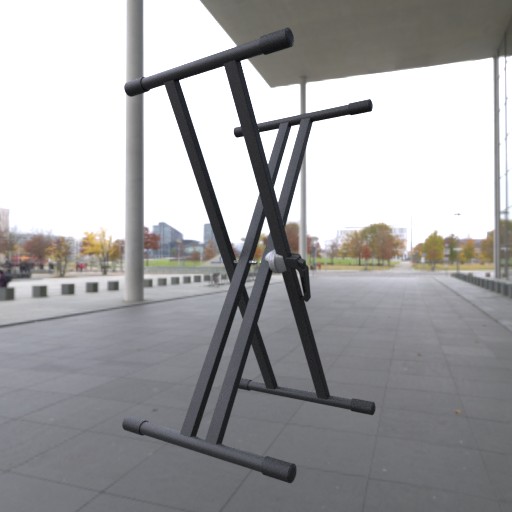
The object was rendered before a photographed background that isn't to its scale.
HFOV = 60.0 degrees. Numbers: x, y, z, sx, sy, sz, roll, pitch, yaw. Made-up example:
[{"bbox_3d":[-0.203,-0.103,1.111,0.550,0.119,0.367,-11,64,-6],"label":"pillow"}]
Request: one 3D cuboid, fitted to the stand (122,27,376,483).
[{"bbox_3d":[0.000,0.000,1.206,0.495,0.900,0.503,-1,-1,34],"label":"stand"}]
